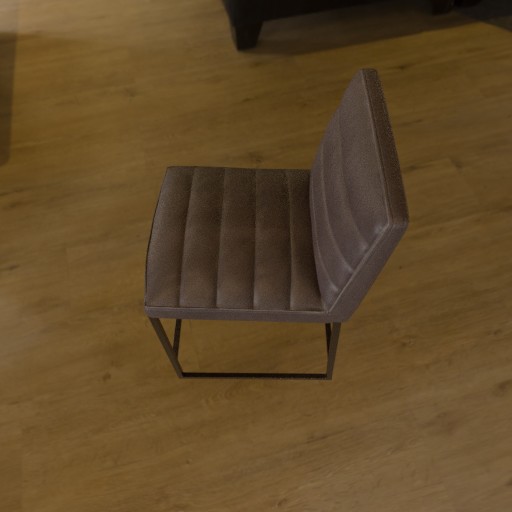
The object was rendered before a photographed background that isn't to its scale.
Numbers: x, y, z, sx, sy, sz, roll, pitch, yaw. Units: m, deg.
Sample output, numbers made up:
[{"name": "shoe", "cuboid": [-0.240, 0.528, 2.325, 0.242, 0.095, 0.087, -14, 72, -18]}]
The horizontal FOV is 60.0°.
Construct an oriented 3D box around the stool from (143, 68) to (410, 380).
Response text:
[{"name": "stool", "cuboid": [0.000, 0.000, 1.276, 0.562, 0.946, 0.463, 0, 58, 0]}]
